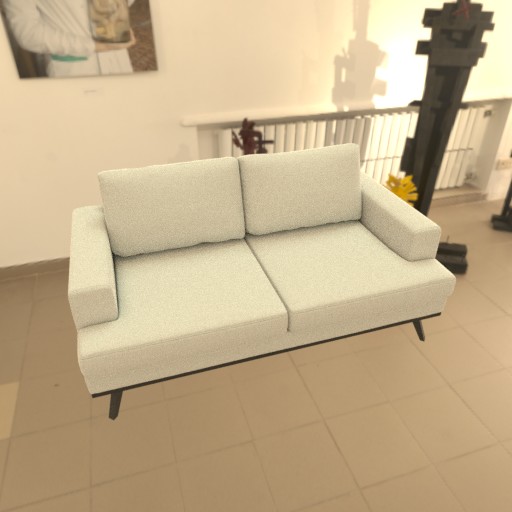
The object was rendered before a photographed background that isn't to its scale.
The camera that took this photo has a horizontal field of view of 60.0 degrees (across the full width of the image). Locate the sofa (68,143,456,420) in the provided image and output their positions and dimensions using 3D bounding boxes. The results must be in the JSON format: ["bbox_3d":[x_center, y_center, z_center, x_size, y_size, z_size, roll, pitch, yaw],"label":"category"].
[{"bbox_3d":[0.000,0.000,2.154,1.650,0.810,0.920,-10,34,-15],"label":"sofa"}]
